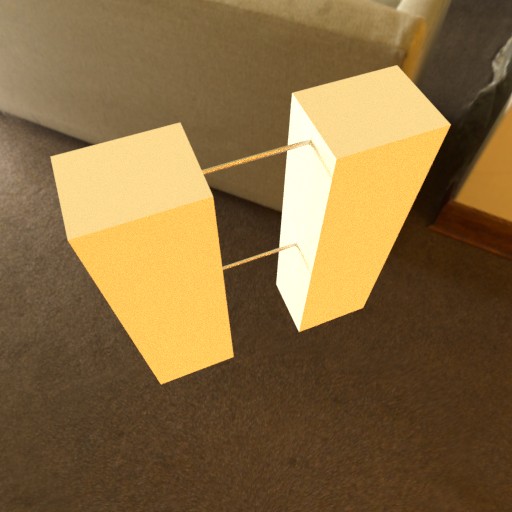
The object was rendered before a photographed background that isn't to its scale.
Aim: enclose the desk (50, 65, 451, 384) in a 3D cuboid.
[{"bbox_3d":[0.000,0.000,2.868,1.770,2.000,0.480,-19,60,-11],"label":"desk"}]
